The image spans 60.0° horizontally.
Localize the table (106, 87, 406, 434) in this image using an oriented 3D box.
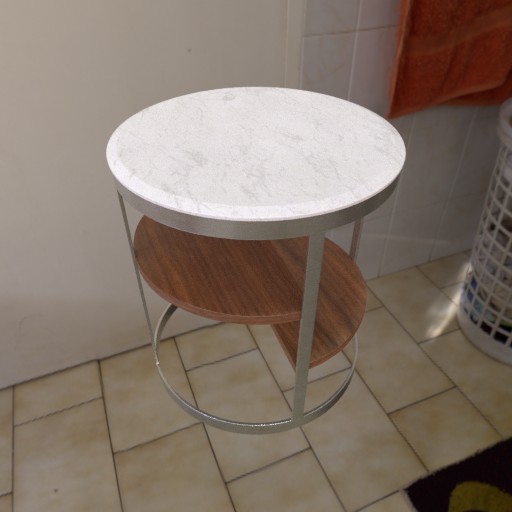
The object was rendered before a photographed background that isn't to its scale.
[{"bbox_3d":[0.000,0.000,0.760,0.407,0.447,0.407,0,39,0],"label":"table"}]
